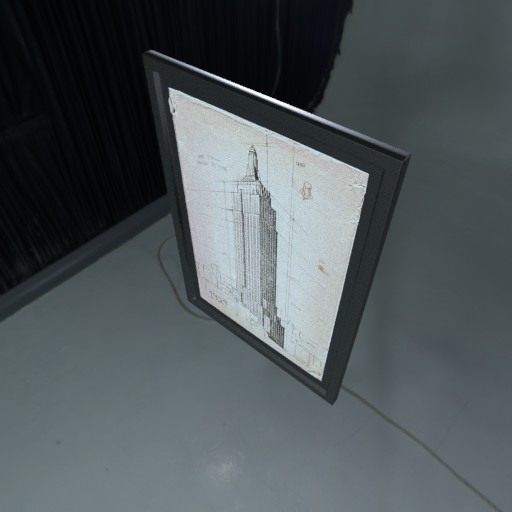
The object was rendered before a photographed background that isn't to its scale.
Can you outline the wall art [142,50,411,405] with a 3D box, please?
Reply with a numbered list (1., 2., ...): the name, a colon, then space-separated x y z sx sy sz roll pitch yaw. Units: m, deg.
1. wall art: 0.000 0.000 0.564 0.303 0.431 0.013 31 55 26
